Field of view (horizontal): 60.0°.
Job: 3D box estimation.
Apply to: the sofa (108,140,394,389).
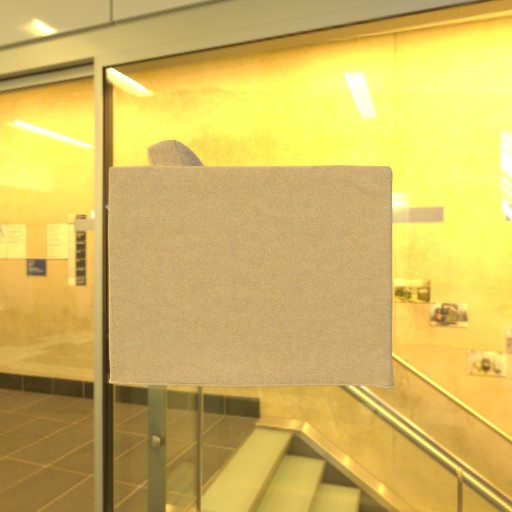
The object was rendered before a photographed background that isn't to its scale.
[{"bbox_3d":[0.000,0.000,2.263,0.962,0.835,1.719,0,0,1],"label":"sofa"}]
